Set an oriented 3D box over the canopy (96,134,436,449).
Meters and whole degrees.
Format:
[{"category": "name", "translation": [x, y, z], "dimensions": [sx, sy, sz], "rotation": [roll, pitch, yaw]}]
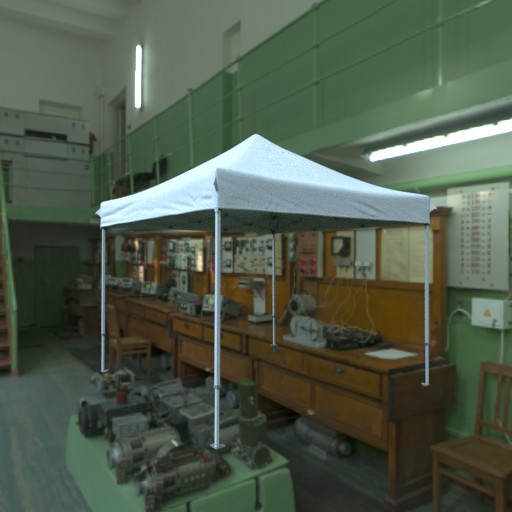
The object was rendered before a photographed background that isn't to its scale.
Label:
[{"category": "canopy", "translation": [0.000, 0.000, 5.458], "dimensions": [2.996, 2.998, 2.994], "rotation": [0, 0, -36]}]
